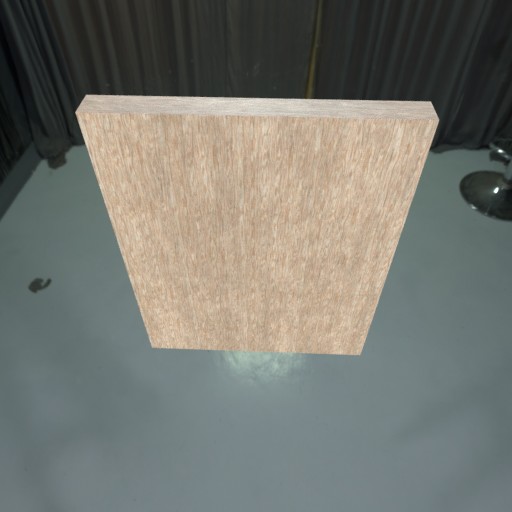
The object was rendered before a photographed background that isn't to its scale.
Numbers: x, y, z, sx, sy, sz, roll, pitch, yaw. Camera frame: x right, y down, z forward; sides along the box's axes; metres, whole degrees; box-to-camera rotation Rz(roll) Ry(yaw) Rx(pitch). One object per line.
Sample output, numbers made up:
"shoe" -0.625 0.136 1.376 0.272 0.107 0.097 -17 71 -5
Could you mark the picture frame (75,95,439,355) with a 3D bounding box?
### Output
"picture frame" 0.000 0.000 0.724 0.424 0.526 0.043 2 47 2
